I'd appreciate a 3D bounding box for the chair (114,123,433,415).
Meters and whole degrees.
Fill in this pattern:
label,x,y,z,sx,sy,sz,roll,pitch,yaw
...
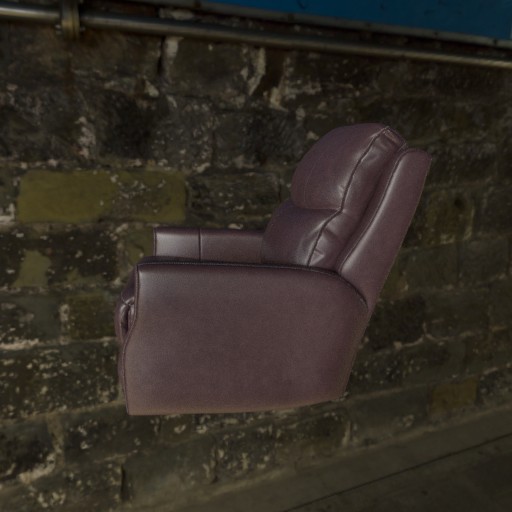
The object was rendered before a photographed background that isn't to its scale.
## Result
label,x,y,z,sx,sy,sz,roll,pitch,yaw
chair,0.000,0.000,1.809,1.080,1.030,0.829,-2,14,-8
